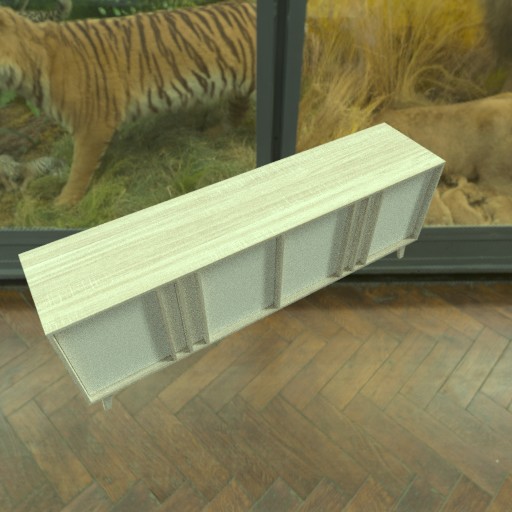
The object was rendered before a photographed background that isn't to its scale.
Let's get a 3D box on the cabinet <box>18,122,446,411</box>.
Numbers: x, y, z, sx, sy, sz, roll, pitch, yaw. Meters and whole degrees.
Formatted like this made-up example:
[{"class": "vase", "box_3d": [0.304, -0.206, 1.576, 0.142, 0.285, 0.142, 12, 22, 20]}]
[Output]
[{"class": "cabinet", "box_3d": [0.000, 0.000, 2.524, 2.200, 0.780, 0.500, -24, 51, -21]}]
